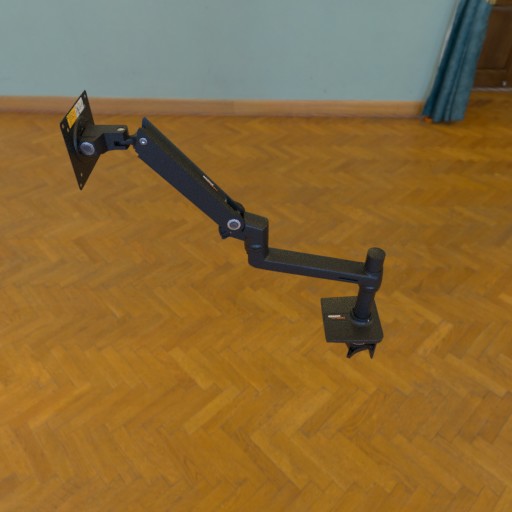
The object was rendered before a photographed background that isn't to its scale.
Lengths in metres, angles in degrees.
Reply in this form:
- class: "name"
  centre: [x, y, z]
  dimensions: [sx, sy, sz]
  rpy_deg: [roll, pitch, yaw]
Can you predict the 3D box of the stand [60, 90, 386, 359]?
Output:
- class: "stand"
  centre: [0.000, 0.000, 1.021]
  dimensions: [0.650, 0.713, 0.152]
  rpy_deg: [0, 42, 0]
